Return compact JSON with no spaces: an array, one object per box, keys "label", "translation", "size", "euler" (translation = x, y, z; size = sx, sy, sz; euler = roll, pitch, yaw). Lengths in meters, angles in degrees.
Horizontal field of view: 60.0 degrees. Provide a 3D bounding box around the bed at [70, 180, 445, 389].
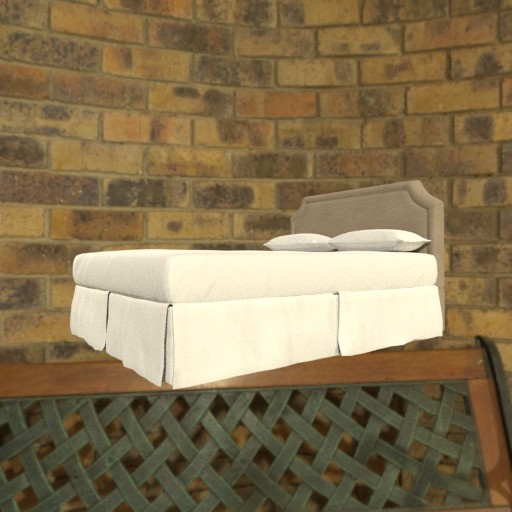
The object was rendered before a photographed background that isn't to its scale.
[{"label":"bed","translation":[0.000,0.000,3.606],"size":[2.498,1.293,1.977],"euler":[0,0,-36]}]
